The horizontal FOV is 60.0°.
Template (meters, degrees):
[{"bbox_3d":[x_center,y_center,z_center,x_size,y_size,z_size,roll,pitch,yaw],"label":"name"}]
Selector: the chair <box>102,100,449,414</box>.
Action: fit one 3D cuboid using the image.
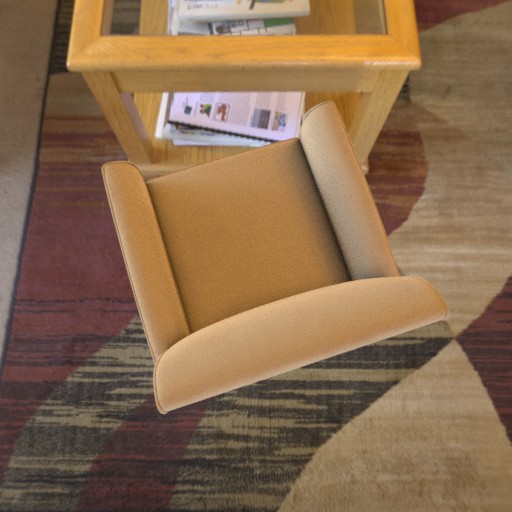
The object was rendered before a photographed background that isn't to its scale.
[{"bbox_3d":[0.000,0.000,1.556,0.820,0.915,0.821,-17,75,-5],"label":"chair"}]
